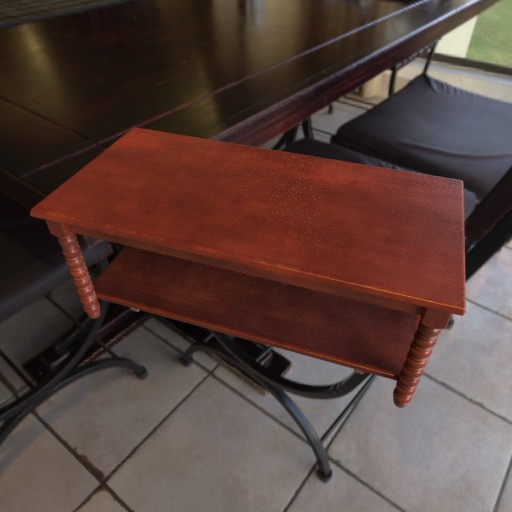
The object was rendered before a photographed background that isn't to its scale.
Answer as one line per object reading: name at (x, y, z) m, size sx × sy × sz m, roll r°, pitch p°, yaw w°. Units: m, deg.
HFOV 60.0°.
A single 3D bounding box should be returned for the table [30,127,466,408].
table at (0.000, 0.000, 1.474) m, size 1.171 × 0.485 × 0.580 m, roll 13°, pitch 43°, yaw 14°
